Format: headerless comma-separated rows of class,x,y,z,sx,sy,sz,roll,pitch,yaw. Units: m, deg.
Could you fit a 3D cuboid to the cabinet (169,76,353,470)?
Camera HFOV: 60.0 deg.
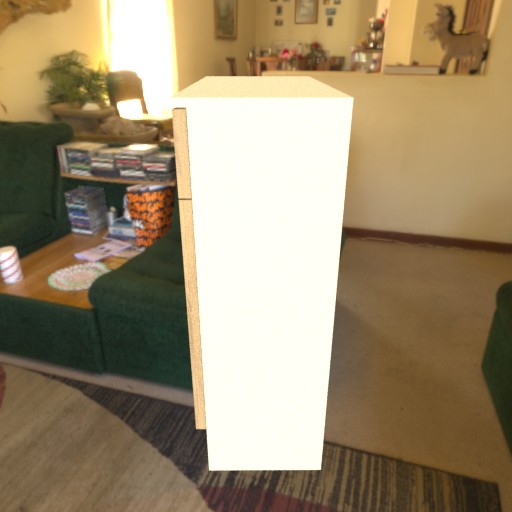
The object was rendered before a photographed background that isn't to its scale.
cabinet,0.000,0.000,1.124,0.296,0.815,0.600,0,25,0
